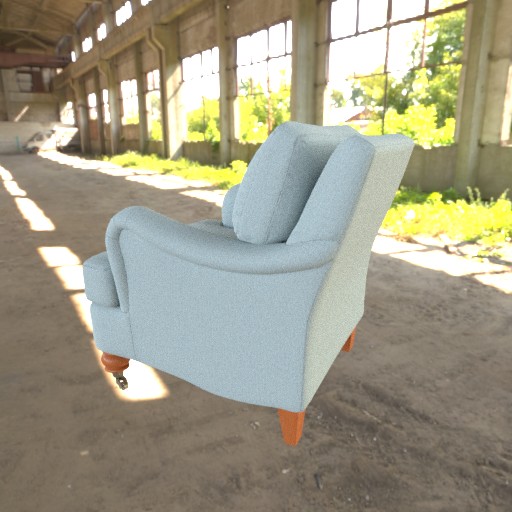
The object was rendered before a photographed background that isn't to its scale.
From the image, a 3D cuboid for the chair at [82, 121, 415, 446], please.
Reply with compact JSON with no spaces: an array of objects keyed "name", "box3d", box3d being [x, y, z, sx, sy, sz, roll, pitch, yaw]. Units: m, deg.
[{"name":"chair","box3d":[0.000,0.000,1.819,1.070,1.038,0.955,7,17,24]}]
